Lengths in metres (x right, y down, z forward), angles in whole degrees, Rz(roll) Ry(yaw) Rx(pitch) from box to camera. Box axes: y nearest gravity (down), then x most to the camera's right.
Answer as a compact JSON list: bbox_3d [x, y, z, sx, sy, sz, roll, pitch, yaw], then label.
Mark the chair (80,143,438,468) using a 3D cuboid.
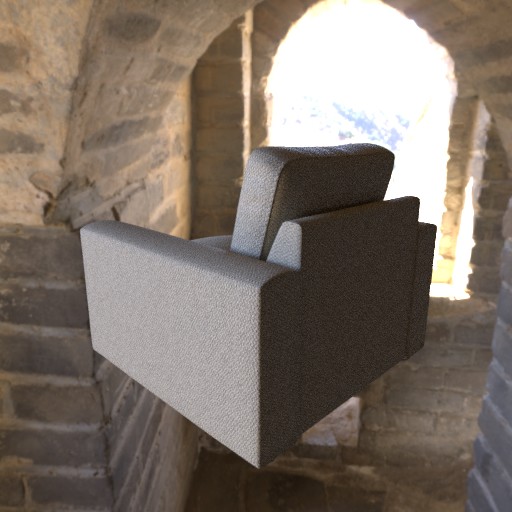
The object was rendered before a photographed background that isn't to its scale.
[{"bbox_3d":[0.000,0.000,1.759,1.016,0.873,1.005,15,22,43],"label":"chair"}]
